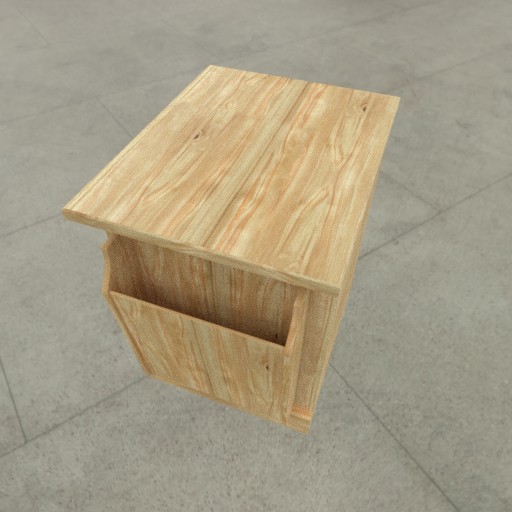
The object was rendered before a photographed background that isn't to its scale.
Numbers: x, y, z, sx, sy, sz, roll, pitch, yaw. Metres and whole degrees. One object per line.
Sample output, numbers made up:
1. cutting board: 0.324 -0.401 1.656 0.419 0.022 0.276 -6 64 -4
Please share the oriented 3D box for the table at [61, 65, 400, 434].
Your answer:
1. table: 0.000 0.000 0.881 0.380 0.515 0.530 15 49 14
